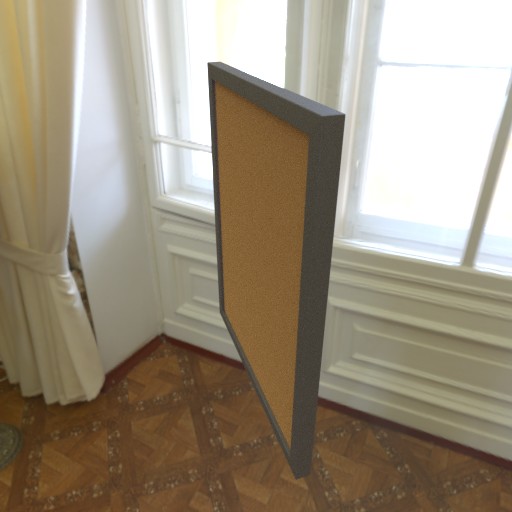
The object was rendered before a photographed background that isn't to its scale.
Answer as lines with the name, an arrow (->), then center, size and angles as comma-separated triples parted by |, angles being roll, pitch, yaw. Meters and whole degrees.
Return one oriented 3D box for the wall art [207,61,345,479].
wall art -> 0.000, 0.000, 0.749 | 0.029, 0.558, 0.458 | -10, 31, -17
